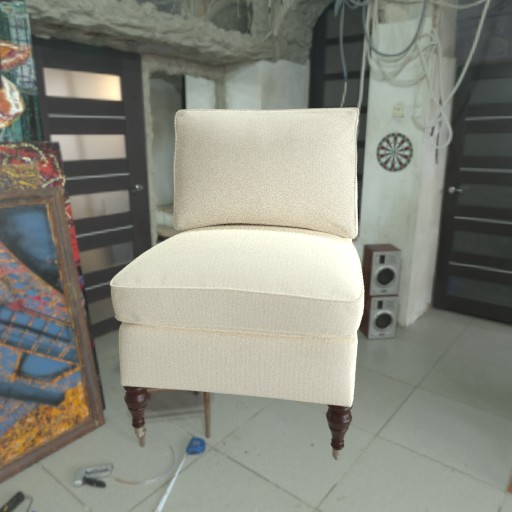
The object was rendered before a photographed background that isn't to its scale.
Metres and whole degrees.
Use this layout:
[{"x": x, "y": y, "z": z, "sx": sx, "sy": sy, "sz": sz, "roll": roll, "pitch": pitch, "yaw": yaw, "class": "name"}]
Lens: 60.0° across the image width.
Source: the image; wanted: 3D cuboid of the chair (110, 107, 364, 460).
[{"x": 0.000, "y": 0.000, "z": 1.368, "sx": 0.630, "sy": 0.887, "sz": 0.781, "roll": 2, "pitch": 15, "yaw": 9, "class": "chair"}]
